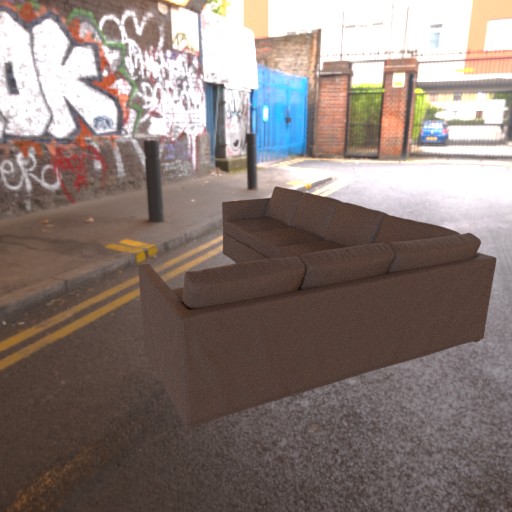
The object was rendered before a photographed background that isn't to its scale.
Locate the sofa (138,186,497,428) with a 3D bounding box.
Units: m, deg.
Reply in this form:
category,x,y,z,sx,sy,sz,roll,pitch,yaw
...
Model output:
category,x,y,z,sx,sy,sz,roll,pitch,yaw
sofa,0.000,0.000,4.180,2.432,0.871,3.182,-8,18,-25
